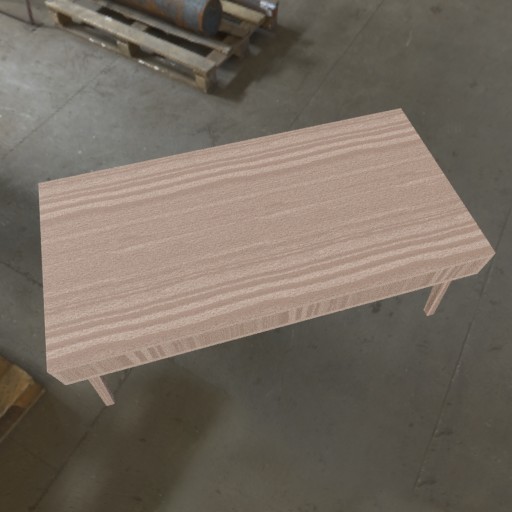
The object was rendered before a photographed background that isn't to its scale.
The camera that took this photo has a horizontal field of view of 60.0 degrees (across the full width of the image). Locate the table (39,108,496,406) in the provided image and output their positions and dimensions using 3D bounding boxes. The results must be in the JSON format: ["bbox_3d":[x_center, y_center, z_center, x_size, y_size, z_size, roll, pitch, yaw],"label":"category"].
[{"bbox_3d":[0.000,0.000,1.473,1.200,0.450,0.600,-14,60,-8],"label":"table"}]
